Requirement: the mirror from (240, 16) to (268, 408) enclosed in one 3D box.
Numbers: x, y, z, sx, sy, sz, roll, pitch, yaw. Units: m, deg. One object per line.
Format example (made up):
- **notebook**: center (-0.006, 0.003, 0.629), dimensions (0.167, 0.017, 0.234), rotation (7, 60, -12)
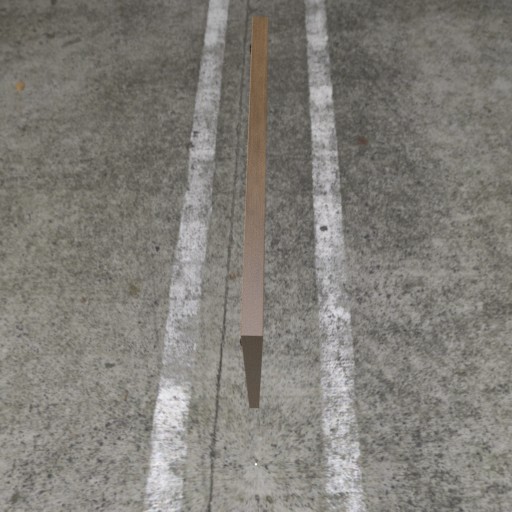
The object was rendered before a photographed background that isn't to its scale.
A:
- **mirror**: center (0.000, 0.000, 1.336), dimensions (0.041, 1.016, 0.762), rotation (1, 65, 1)
